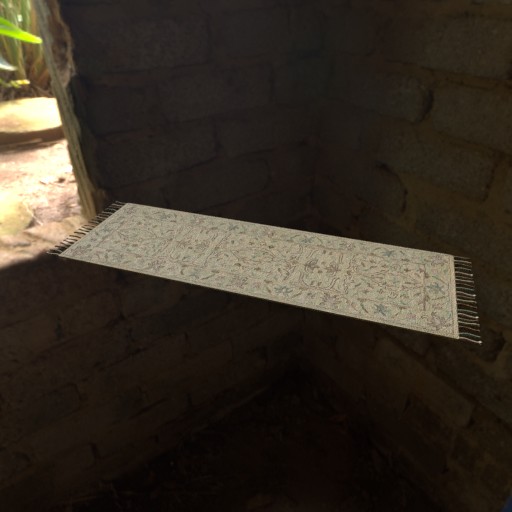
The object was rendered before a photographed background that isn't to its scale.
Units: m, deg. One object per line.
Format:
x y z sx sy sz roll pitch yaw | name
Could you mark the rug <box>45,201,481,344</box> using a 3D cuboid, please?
0.000 0.000 2.660 2.440 0.013 0.769 10 34 16 | rug
